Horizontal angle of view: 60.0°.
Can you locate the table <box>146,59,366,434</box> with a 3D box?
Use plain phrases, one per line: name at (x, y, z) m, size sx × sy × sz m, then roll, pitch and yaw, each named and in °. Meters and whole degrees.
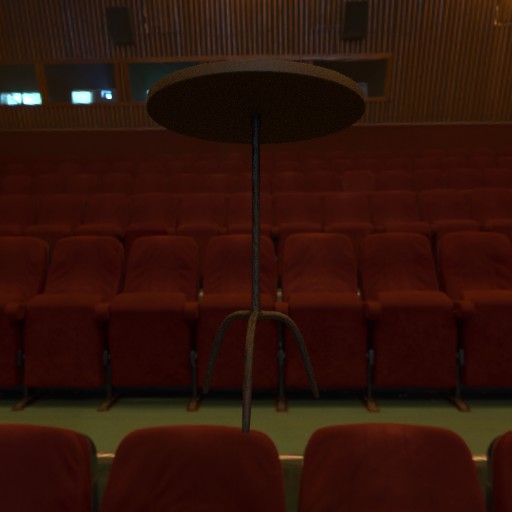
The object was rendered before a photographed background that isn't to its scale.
table at (0.000, 0.000, 1.042) m, size 0.502 × 0.700 × 0.502 m, roll 0°, pitch 0°, yaw 1°
